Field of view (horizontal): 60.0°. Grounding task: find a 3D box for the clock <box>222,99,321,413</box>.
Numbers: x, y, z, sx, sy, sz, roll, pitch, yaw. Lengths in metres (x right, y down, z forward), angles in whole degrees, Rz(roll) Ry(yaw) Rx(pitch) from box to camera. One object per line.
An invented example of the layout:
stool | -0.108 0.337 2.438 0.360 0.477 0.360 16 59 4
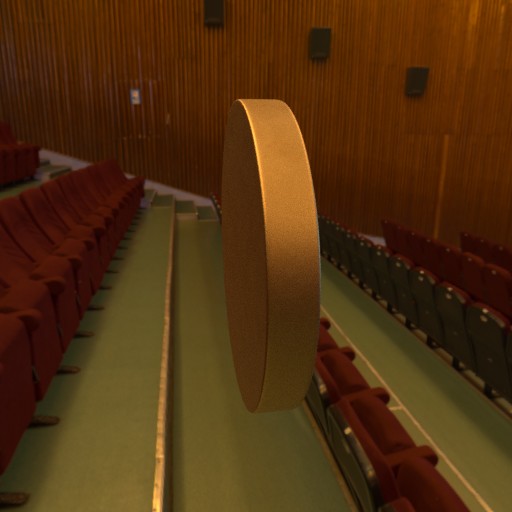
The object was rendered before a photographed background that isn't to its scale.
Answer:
clock | 0.000 0.000 0.471 0.040 0.314 0.314 -3 16 -10
